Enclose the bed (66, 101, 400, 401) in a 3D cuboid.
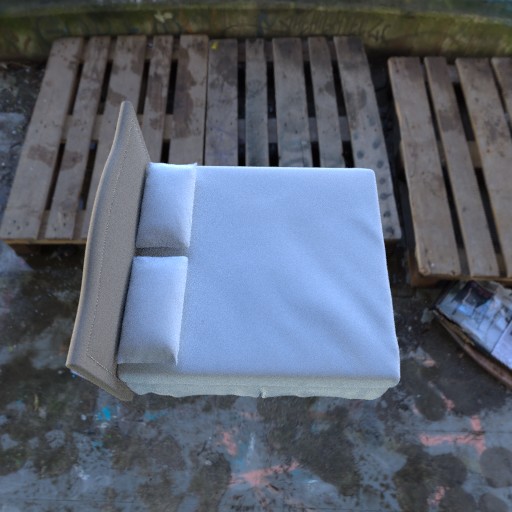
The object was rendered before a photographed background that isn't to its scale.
[{"bbox_3d":[0.000,0.000,3.547,2.182,1.421,2.083,1,63,1],"label":"bed"}]
